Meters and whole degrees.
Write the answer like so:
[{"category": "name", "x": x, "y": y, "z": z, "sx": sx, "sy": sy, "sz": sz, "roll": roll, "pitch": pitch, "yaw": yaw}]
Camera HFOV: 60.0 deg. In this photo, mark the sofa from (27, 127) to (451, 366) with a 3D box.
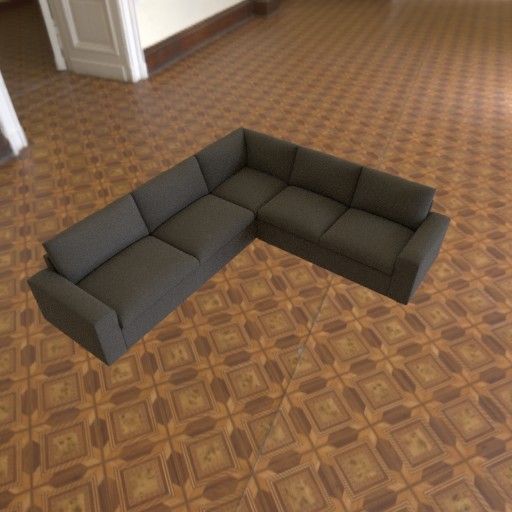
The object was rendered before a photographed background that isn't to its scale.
[{"category": "sofa", "x": 0.000, "y": 0.000, "z": 4.544, "sx": 2.895, "sy": 0.965, "sz": 3.277, "roll": 25, "pitch": 47, "yaw": 26}]
